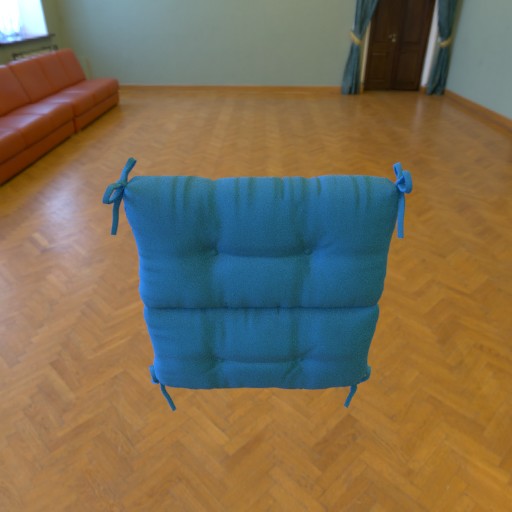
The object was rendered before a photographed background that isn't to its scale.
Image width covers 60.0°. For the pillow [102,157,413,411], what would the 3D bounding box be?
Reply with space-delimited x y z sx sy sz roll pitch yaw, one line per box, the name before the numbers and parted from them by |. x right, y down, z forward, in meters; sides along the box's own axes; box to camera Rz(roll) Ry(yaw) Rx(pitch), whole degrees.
pillow | 0.000 0.000 1.052 0.519 0.605 0.571 0 30 0
